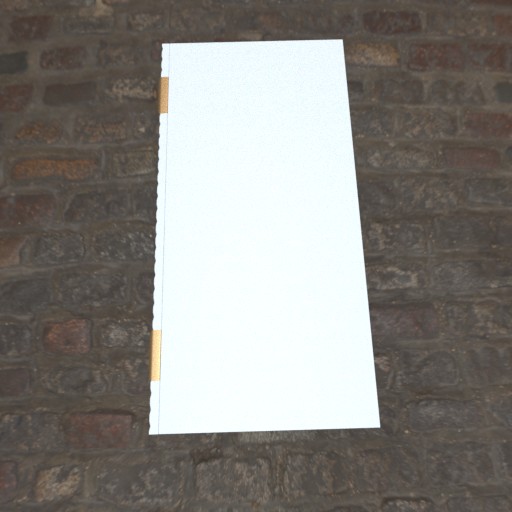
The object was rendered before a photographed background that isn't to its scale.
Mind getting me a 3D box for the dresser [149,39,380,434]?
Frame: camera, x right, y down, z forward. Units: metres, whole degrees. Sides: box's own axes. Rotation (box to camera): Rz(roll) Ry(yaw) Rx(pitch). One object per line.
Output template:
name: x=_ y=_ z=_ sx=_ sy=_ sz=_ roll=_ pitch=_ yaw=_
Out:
dresser: x=0.000 y=0.000 z=1.327 sx=0.457 sy=0.721 sz=0.905 roll=-2 pitch=74 yaw=0
